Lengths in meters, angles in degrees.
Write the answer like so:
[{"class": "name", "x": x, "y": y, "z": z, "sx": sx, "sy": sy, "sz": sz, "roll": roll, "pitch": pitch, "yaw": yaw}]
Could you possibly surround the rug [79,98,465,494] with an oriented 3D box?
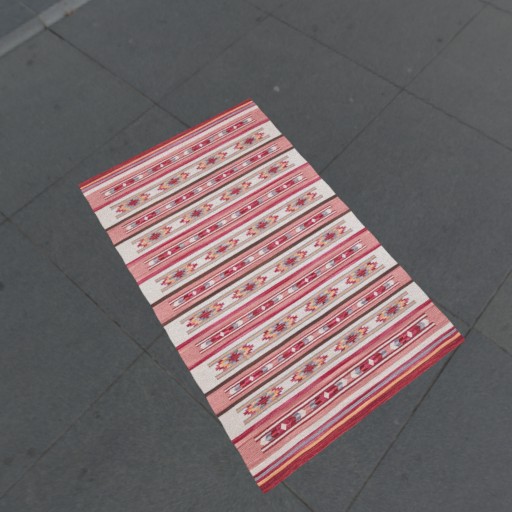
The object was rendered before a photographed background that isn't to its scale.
[{"class": "rug", "x": 0.000, "y": 0.000, "z": 3.025, "sx": 1.535, "sy": 0.010, "sz": 2.431, "roll": -31, "pitch": 68, "yaw": -14}]
